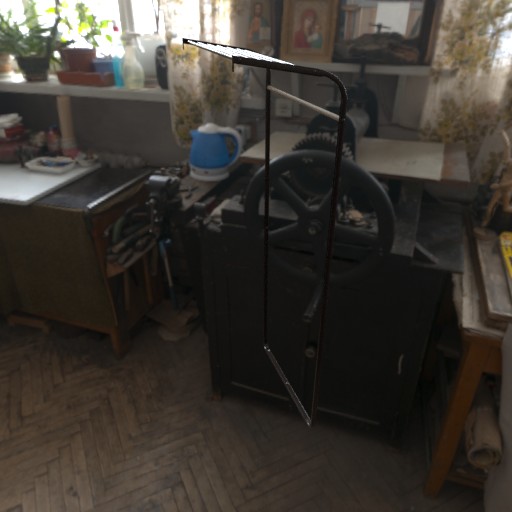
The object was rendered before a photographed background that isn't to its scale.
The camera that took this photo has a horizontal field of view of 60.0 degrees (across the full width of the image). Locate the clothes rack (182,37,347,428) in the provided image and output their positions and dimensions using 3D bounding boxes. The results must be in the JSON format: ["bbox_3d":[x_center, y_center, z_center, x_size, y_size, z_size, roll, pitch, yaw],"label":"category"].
[{"bbox_3d":[0.000,0.000,1.812,0.349,1.574,0.609,-11,32,-17],"label":"clothes rack"}]
